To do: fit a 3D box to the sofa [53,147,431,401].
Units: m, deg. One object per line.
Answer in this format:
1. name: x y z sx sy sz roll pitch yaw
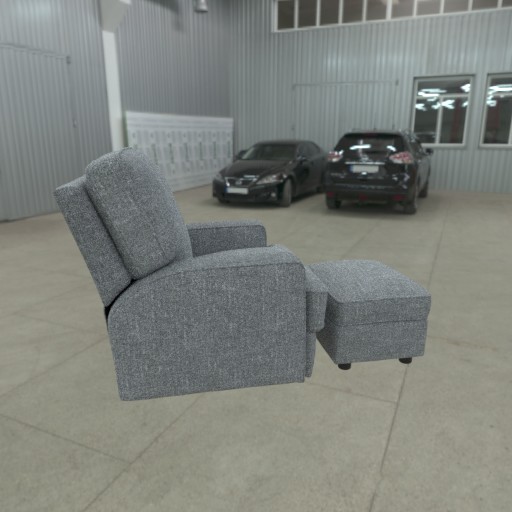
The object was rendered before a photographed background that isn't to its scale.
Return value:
1. sofa: 0.000 0.000 2.001 1.472 0.959 0.861 -3 16 -10
